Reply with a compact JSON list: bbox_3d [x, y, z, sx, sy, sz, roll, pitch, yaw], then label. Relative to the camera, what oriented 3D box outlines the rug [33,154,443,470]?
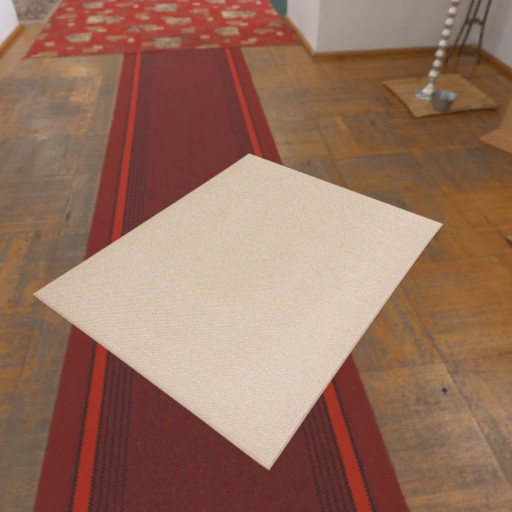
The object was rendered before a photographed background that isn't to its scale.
[{"bbox_3d":[0.000,0.000,4.110,2.462,0.018,3.039,26,47,27],"label":"rug"}]
